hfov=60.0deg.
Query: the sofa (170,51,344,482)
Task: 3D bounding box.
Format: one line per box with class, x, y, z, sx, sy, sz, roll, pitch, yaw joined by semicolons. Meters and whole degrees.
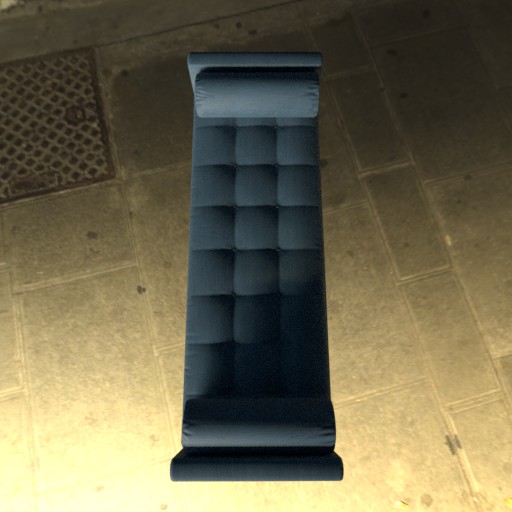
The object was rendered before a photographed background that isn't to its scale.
sofa;0.000;0.000;2.266;0.686;0.635;1.981;0;75;0
